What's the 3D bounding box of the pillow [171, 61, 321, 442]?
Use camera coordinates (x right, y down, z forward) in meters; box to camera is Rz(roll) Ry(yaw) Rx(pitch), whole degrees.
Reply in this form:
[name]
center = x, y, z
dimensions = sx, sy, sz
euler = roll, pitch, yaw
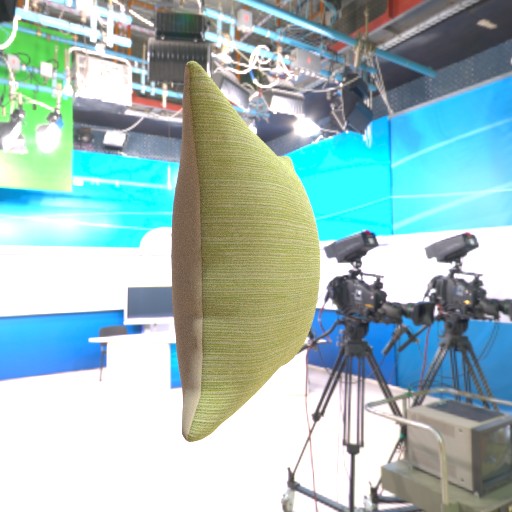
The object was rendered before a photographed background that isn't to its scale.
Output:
[pillow]
center = 0.000, 0.000, 0.813
dimensions = 0.229, 0.487, 0.560
euler = 0, -2, 17
